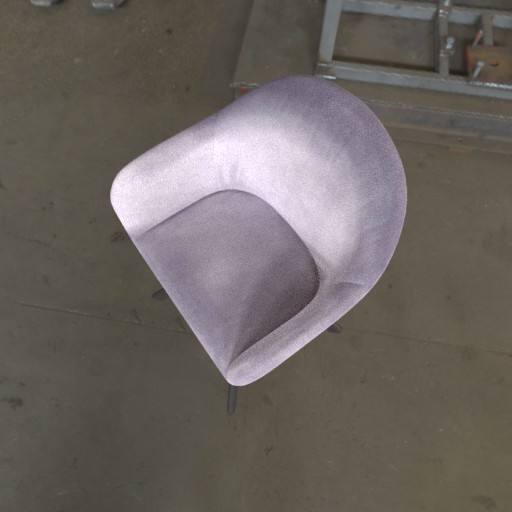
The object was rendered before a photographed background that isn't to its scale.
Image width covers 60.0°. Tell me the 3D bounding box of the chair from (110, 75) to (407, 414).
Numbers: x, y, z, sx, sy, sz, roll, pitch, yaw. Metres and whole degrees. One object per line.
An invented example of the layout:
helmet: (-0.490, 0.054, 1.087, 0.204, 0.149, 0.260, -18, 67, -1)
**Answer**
chair: (0.000, 0.000, 1.148, 0.540, 0.780, 0.570, -33, 69, -15)
